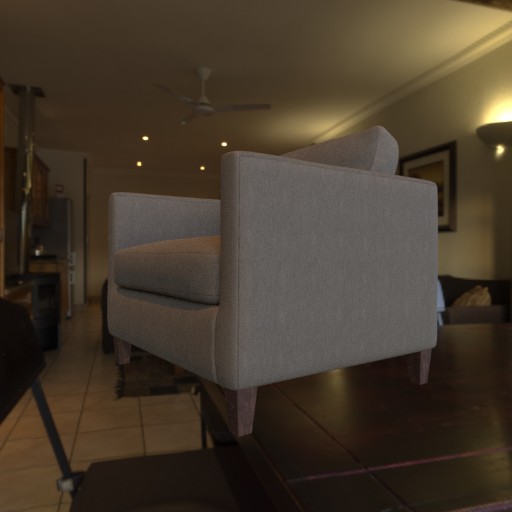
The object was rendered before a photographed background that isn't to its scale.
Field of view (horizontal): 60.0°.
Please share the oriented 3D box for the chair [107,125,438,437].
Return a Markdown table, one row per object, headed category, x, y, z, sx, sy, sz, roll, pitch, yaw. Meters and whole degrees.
| category | x | y | z | sx | sy | sz | roll | pitch | yaw |
| --- | --- | --- | --- | --- | --- | --- | --- | --- | --- |
| chair | 0.000 | 0.000 | 1.840 | 0.959 | 0.963 | 1.107 | 0 | 0 | -36 |
